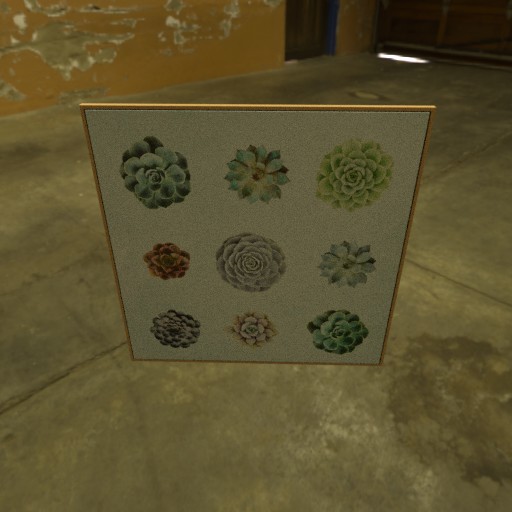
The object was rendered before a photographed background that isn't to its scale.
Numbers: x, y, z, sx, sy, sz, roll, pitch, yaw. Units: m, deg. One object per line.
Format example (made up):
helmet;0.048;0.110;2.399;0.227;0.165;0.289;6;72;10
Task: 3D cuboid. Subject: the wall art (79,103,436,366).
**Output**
wall art;0.000;0.000;0.992;0.657;0.655;0.014;1;32;1
